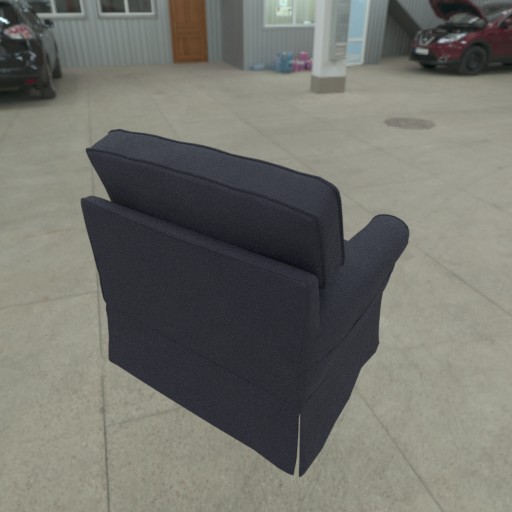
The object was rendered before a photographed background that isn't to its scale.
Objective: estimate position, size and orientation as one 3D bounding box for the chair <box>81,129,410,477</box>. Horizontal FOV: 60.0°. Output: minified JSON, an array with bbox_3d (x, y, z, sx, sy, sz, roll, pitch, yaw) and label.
[{"bbox_3d":[0.000,0.000,1.987,1.119,1.140,1.002,20,35,31],"label":"chair"}]
